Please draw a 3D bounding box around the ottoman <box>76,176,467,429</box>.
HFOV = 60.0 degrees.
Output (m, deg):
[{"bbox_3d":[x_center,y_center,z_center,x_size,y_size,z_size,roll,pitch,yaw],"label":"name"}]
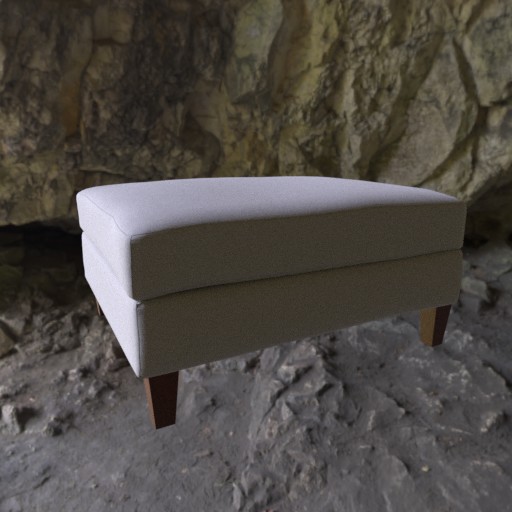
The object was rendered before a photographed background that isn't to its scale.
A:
[{"bbox_3d":[0.000,0.000,1.429,0.976,0.492,0.836,-8,17,-27],"label":"ottoman"}]
